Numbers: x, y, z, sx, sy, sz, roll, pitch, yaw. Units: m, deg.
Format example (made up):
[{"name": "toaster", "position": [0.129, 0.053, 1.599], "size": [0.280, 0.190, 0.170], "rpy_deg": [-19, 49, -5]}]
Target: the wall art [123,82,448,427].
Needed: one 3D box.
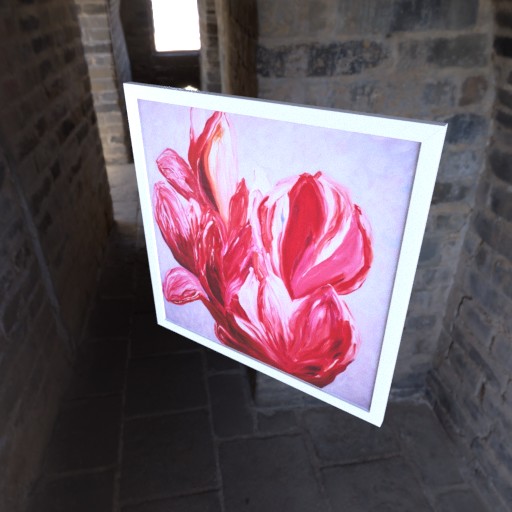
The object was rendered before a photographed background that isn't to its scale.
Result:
[{"name": "wall art", "position": [0.000, 0.000, 0.974], "size": [0.664, 0.661, 0.020], "rpy_deg": [18, 35, 28]}]
